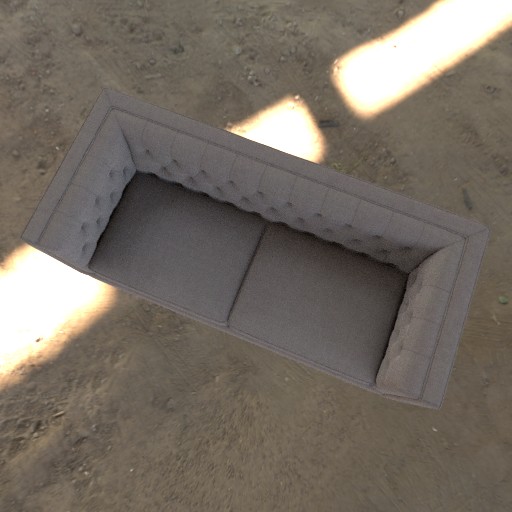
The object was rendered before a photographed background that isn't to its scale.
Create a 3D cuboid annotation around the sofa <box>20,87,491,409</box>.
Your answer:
[{"bbox_3d":[0.000,0.000,2.170,1.778,0.762,0.775,21,77,5],"label":"sofa"}]
